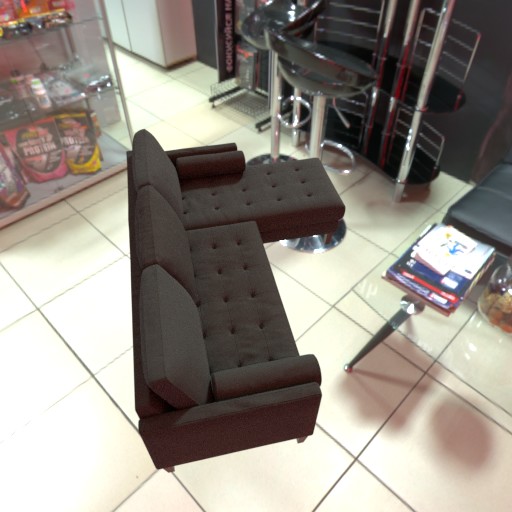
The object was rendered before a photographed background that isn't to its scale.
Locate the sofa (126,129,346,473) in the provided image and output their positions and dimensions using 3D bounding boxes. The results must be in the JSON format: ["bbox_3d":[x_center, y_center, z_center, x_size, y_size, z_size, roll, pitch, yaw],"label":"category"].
[{"bbox_3d":[0.000,0.000,2.850,1.506,0.876,2.178,-9,47,-9],"label":"sofa"}]
